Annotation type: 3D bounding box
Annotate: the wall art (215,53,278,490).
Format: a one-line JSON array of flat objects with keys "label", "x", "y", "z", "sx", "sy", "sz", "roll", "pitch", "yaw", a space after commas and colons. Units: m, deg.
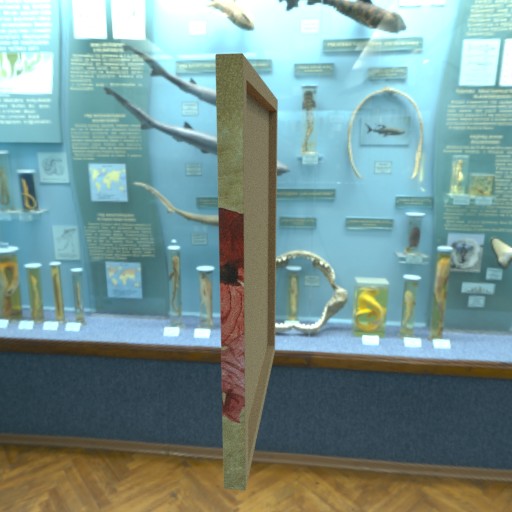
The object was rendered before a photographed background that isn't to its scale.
[{"label": "wall art", "x": 0.000, "y": 0.000, "z": 0.694, "sx": 0.028, "sy": 0.508, "sz": 0.406, "roll": 2, "pitch": 13, "yaw": 7}]
